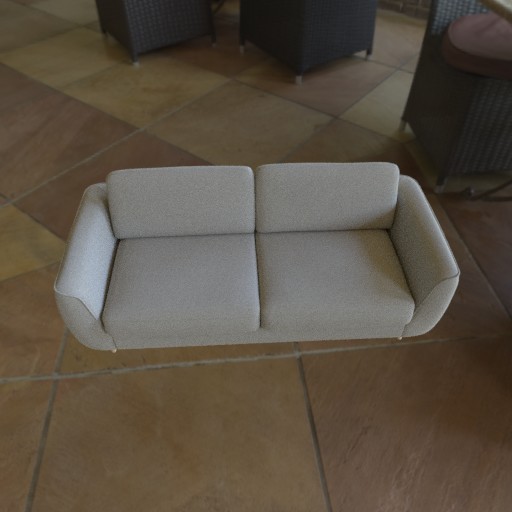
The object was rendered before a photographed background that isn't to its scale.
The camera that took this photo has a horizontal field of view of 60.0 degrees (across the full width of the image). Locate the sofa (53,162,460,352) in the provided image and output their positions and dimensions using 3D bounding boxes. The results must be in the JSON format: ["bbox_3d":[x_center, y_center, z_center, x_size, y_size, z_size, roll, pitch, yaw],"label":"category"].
[{"bbox_3d":[0.000,0.000,2.531,2.000,0.850,0.920,-2,46,-2],"label":"sofa"}]
